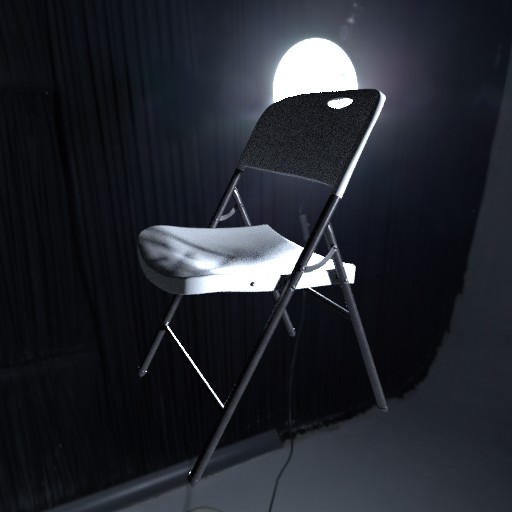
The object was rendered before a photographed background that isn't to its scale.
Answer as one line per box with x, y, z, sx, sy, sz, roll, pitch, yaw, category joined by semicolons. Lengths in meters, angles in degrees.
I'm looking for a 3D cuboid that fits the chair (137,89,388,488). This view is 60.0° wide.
0.000;0.000;1.139;0.566;0.810;0.494;-9;21;-26;chair
